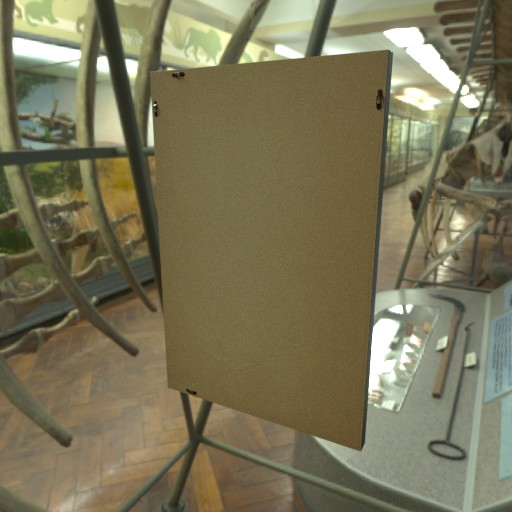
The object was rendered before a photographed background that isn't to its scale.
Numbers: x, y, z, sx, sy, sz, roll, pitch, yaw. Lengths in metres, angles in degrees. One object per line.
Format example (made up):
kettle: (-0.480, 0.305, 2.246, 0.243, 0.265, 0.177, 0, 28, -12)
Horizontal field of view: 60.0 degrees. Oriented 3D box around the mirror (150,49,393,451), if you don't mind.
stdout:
mirror: (0.000, 0.000, 1.134, 0.609, 0.915, 0.041, 8, 17, 28)
